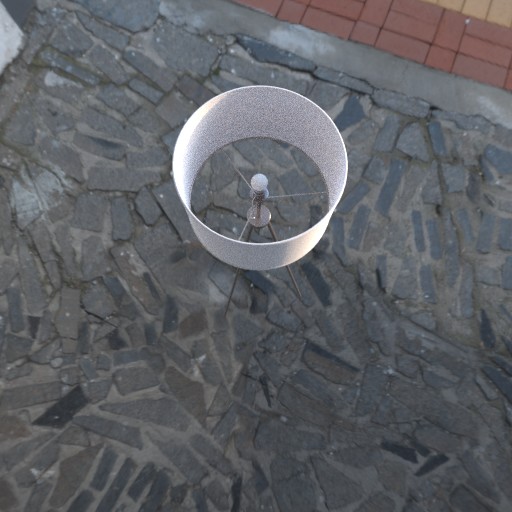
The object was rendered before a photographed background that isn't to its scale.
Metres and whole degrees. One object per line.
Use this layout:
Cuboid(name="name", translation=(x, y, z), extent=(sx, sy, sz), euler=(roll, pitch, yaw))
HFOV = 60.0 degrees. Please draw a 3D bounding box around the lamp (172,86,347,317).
Cuboid(name="lamp", translation=(0.000, 0.000, 1.770), extent=(0.448, 1.545, 0.458), euler=(38, 78, 9))
